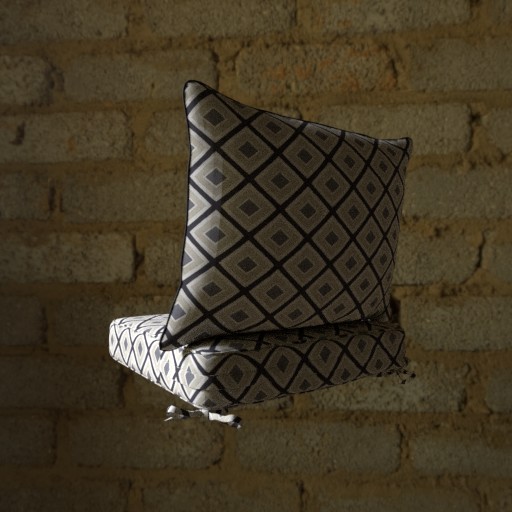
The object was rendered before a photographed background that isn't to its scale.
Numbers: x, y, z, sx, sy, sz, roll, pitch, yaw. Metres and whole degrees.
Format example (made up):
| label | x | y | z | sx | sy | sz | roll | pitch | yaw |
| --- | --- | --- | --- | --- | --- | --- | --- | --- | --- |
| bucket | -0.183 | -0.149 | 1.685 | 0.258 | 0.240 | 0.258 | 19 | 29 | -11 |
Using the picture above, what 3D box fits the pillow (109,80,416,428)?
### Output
| label | x | y | z | sx | sy | sz | roll | pitch | yaw |
| --- | --- | --- | --- | --- | --- | --- | --- | --- | --- |
| pillow | 0.000 | 0.000 | 1.350 | 0.798 | 0.722 | 0.733 | 0 | 0 | -35 |
